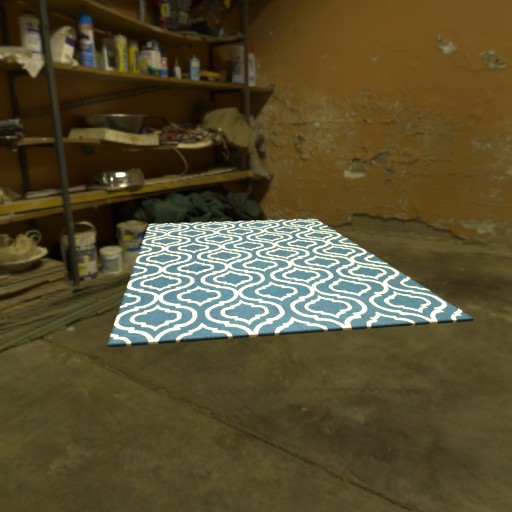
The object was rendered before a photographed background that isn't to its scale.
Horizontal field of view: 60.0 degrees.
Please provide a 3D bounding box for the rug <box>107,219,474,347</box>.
[{"bbox_3d":[0.000,0.000,2.174,1.143,0.010,1.753,-3,16,-9],"label":"rug"}]
